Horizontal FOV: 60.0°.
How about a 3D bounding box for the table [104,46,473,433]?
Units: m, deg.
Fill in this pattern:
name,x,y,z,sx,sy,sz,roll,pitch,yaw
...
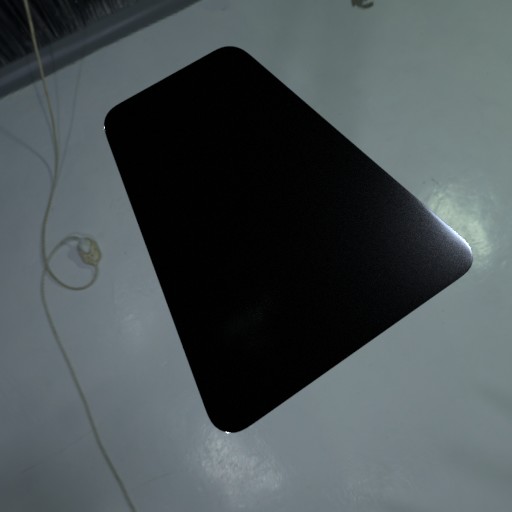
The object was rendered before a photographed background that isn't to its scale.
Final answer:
name,x,y,z,sx,sy,sz,roll,pitch,yaw
table,0.000,0.000,0.940,0.427,0.624,0.500,-33,78,-8
